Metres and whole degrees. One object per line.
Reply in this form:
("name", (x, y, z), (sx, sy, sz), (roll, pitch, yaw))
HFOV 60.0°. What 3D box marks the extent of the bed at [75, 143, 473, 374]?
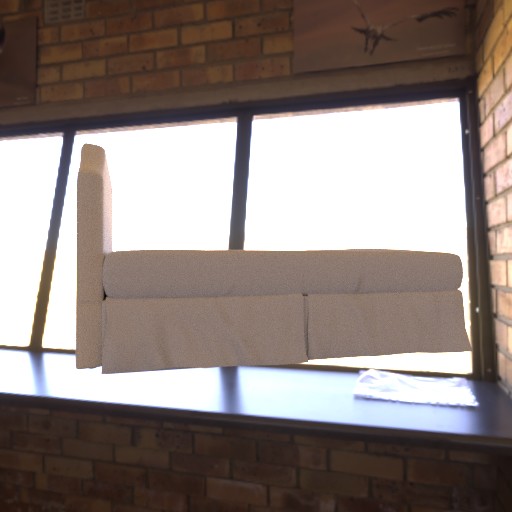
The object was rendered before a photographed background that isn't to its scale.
("bed", (0.000, 0.000, 3.534), (2.498, 1.293, 1.977), (0, -1, -16))
